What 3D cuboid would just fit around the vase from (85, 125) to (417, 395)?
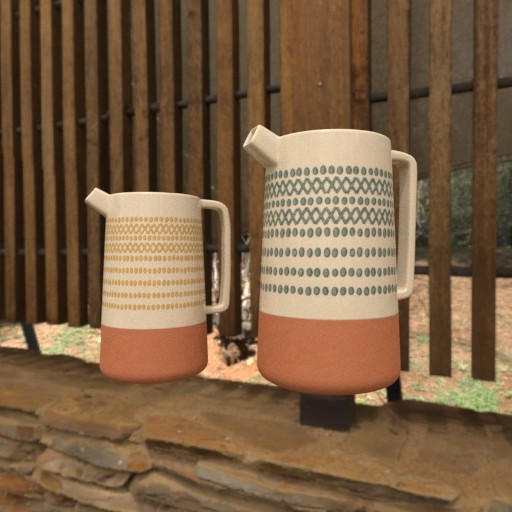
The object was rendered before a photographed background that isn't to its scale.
[{"bbox_3d":[0.000,0.000,0.469,0.326,0.247,0.168,0,1,18],"label":"vase"}]
